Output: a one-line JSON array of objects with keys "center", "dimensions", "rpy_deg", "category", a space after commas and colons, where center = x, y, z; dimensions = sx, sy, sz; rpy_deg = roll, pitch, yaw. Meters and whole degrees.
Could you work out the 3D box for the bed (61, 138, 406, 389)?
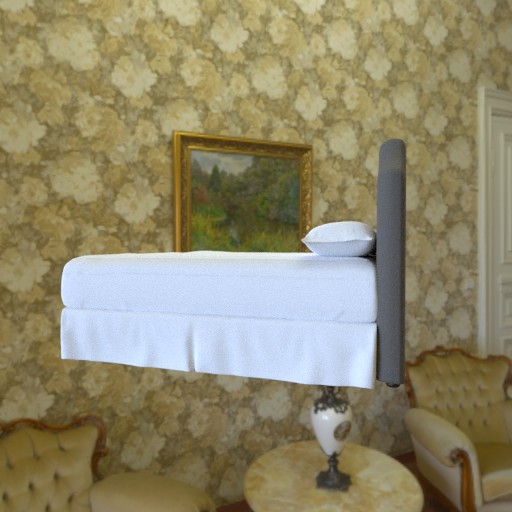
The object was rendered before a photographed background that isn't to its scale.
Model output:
[{"center": [0.000, 0.000, 3.984], "dimensions": [2.536, 1.561, 2.194], "rpy_deg": [0, 1, 18], "category": "bed"}]
